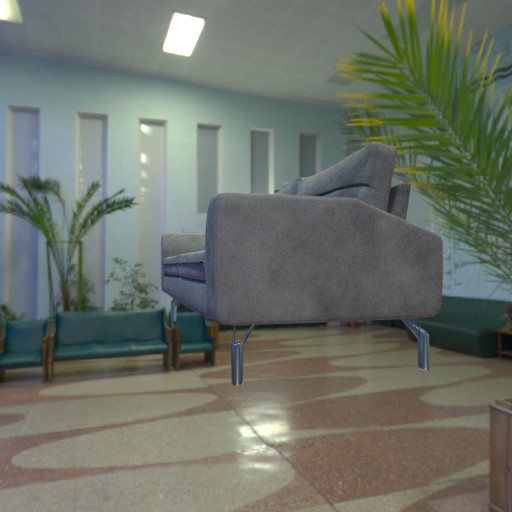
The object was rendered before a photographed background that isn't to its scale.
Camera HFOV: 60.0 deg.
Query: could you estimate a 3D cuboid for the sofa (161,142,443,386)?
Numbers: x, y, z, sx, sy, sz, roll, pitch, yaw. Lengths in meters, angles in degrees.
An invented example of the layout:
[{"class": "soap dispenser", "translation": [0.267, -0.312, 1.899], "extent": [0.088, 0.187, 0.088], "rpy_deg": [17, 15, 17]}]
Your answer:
[{"class": "sofa", "translation": [0.000, 0.000, 2.331], "extent": [0.849, 0.859, 1.837], "rpy_deg": [0, -1, -17]}]
